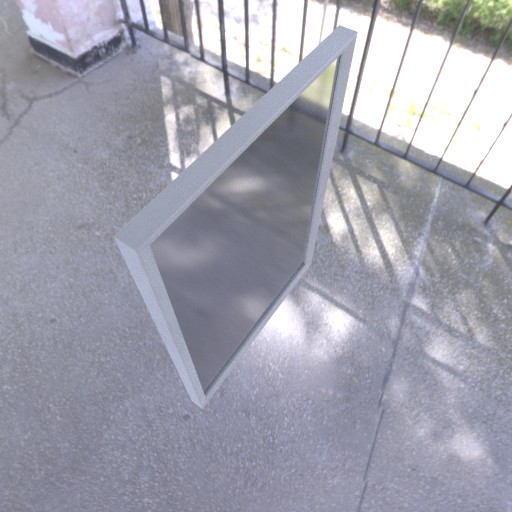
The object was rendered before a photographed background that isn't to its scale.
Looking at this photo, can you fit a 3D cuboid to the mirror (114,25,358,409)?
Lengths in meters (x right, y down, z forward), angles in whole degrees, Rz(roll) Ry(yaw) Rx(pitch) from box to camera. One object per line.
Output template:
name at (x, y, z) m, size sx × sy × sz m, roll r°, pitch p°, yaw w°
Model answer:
mirror at (0.000, 0.000, 0.897) m, size 0.039 × 0.710 × 0.507 m, roll 31°, pitch 63°, yaw 18°
